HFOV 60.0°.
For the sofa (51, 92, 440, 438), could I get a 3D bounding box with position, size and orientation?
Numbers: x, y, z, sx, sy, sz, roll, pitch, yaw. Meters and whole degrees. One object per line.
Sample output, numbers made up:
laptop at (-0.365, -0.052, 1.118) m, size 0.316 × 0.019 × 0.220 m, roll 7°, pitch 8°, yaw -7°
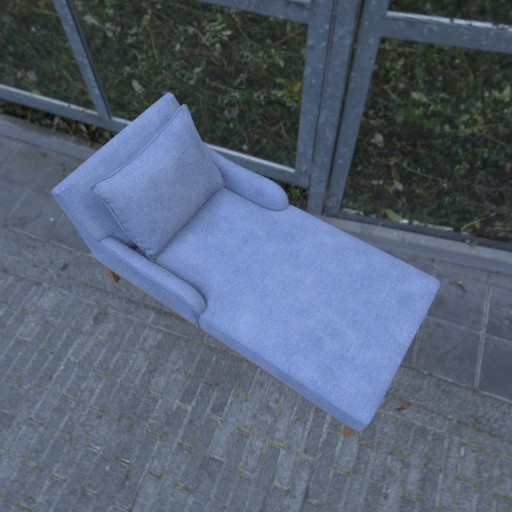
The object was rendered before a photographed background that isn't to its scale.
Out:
sofa at (0.000, 0.000, 2.358) m, size 1.779 × 0.883 × 0.904 m, roll 30°, pitch 63°, yaw 17°
